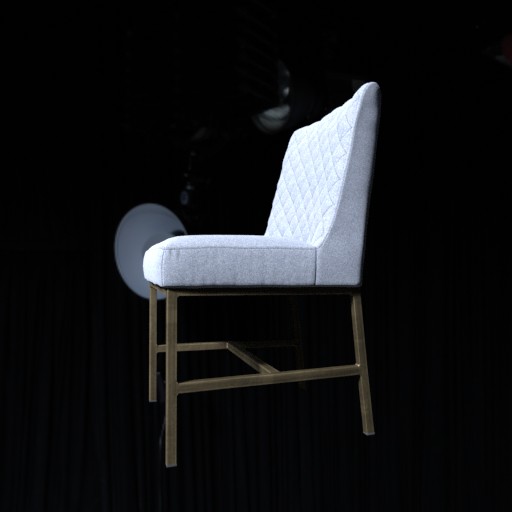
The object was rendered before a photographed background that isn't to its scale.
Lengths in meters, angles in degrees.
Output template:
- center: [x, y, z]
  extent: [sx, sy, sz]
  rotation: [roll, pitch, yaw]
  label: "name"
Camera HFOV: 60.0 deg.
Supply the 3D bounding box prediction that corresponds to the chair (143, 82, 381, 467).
- center: [0.000, 0.000, 1.239]
  extent: [0.587, 0.889, 0.508]
  rotation: [0, -1, -18]
  label: "chair"
